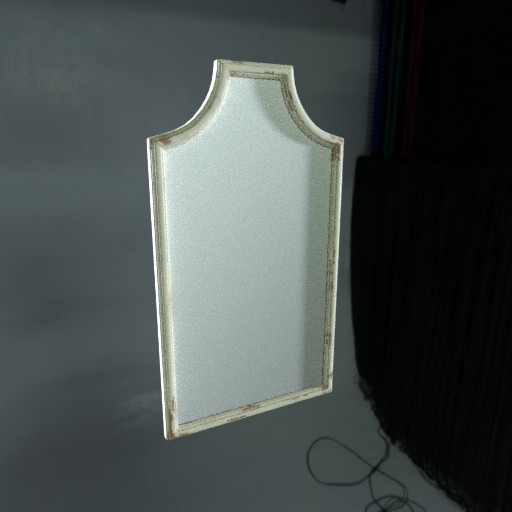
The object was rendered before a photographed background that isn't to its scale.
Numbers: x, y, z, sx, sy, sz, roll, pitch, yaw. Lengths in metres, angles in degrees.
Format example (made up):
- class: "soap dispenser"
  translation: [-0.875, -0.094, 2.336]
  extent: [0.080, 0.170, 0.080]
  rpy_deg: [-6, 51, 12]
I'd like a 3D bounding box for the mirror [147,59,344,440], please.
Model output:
- class: "mirror"
  translation: [0.000, 0.000, 0.887]
  extent: [0.403, 0.717, 0.022]
  rpy_deg: [-7, 16, -26]
